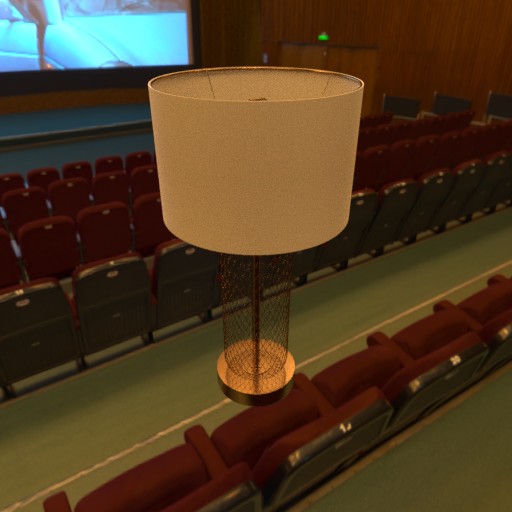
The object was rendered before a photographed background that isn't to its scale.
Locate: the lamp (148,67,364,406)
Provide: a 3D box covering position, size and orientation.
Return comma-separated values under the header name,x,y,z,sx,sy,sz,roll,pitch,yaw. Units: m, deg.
name,x,y,z,sx,sy,sz,roll,pitch,yaw
lamp,0.000,0.000,0.648,0.252,0.483,0.252,-19,35,-29
